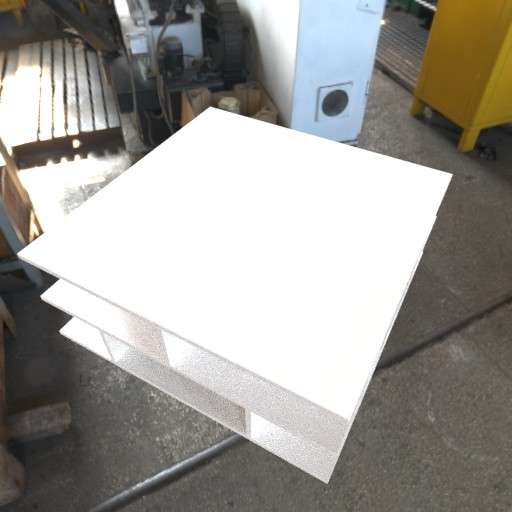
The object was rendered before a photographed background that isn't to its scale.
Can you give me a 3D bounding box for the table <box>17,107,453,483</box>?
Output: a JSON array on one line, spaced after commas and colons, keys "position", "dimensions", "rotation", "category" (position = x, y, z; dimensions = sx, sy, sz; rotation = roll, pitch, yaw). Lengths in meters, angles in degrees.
[{"position": [0.000, 0.000, 1.081], "dimensions": [0.700, 0.289, 0.700], "rotation": [22, 49, 20], "category": "table"}]
